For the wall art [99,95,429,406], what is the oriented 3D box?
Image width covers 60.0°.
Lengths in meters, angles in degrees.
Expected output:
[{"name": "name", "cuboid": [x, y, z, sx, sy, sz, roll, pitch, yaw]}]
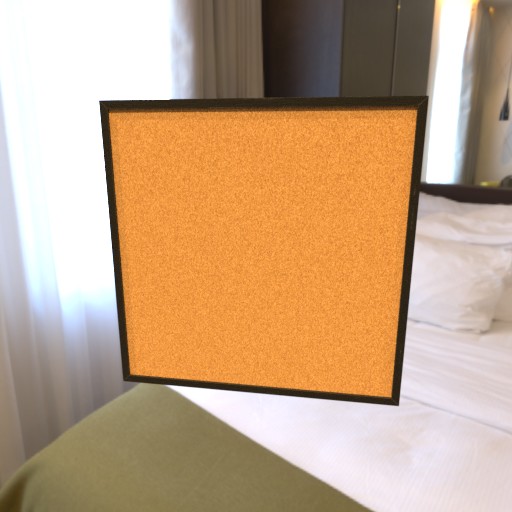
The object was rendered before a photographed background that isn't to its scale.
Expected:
[{"name": "wall art", "cuboid": [0.000, 0.000, 0.755, 0.506, 0.506, 0.036, 2, 15, 9]}]
